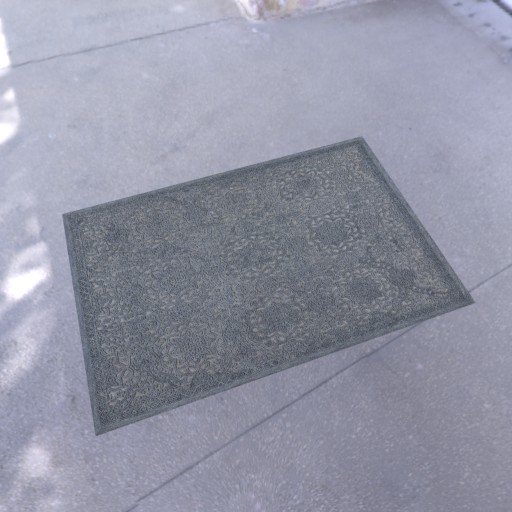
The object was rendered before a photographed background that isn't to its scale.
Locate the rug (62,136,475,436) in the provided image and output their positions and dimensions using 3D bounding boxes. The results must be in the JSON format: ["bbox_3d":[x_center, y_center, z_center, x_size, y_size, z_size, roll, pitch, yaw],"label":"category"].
[{"bbox_3d":[0.000,0.000,2.281,1.819,0.012,1.208,-17,59,-10],"label":"rug"}]
